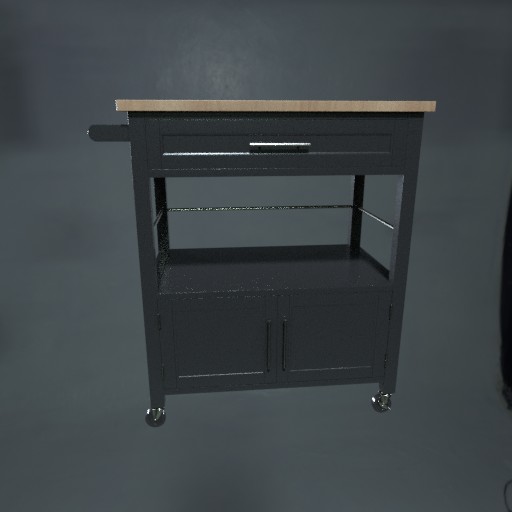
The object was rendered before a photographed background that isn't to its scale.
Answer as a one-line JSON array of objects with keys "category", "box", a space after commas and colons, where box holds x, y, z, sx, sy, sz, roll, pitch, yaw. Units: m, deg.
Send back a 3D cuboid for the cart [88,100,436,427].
[{"category": "cart", "box": [0.000, 0.000, 1.389, 0.840, 0.901, 0.459, -2, 17, -6]}]
